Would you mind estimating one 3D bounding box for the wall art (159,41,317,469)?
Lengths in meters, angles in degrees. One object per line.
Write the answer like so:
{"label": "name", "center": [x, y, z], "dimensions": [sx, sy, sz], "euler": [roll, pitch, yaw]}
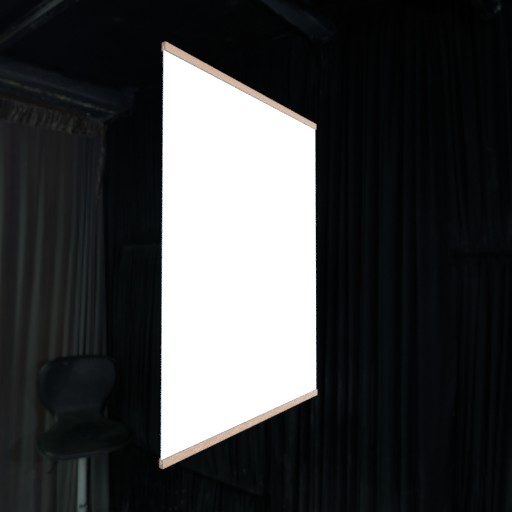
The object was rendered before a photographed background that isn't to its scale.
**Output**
{"label": "wall art", "center": [0.000, 0.000, 1.364], "dimensions": [0.013, 1.016, 0.758], "euler": [-1, -2, 36]}
